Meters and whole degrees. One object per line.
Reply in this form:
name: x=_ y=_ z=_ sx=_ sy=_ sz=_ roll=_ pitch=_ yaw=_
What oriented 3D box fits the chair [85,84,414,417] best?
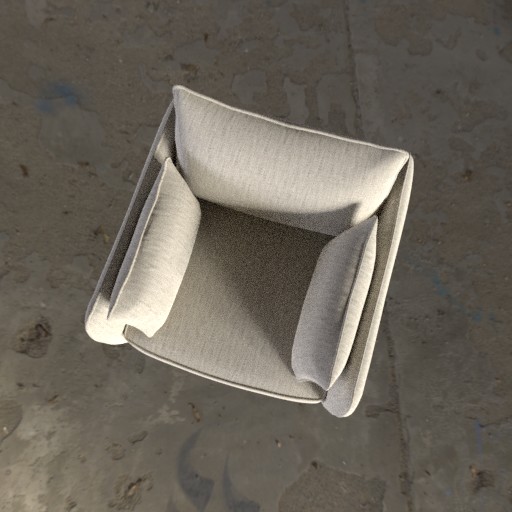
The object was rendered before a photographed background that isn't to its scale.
chair: x=0.000 y=0.000 z=1.737 sx=0.994 sy=0.855 sz=0.991 roll=16 pitch=75 yaw=4
